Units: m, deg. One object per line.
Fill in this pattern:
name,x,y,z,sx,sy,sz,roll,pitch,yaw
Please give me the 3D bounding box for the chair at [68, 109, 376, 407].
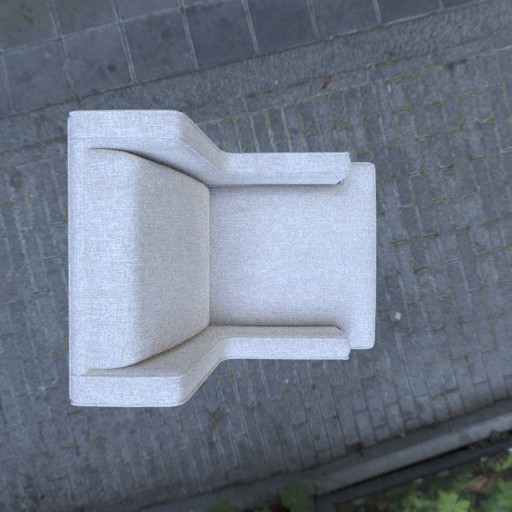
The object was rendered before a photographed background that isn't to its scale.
chair,0.000,0.000,1.648,0.948,1.082,0.764,0,91,1
